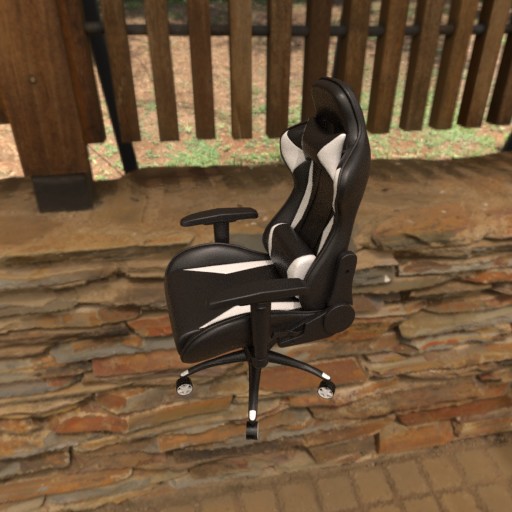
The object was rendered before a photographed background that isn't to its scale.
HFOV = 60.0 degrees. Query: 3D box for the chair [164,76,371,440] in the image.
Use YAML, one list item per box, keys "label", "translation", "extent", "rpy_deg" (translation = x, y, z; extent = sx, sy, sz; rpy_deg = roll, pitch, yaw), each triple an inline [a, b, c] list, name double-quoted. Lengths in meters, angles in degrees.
- label: "chair"
  translation: [0.000, 0.000, 1.730]
  extent: [0.695, 1.285, 0.730]
  rpy_deg: [-8, 31, -14]
